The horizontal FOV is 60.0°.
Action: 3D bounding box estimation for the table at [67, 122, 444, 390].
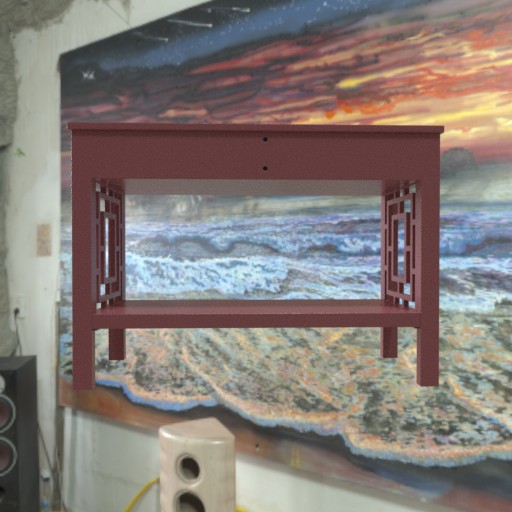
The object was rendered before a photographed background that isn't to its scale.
[{"bbox_3d":[0.000,0.000,1.455,1.068,0.753,0.397,0,1,-2],"label":"table"}]
